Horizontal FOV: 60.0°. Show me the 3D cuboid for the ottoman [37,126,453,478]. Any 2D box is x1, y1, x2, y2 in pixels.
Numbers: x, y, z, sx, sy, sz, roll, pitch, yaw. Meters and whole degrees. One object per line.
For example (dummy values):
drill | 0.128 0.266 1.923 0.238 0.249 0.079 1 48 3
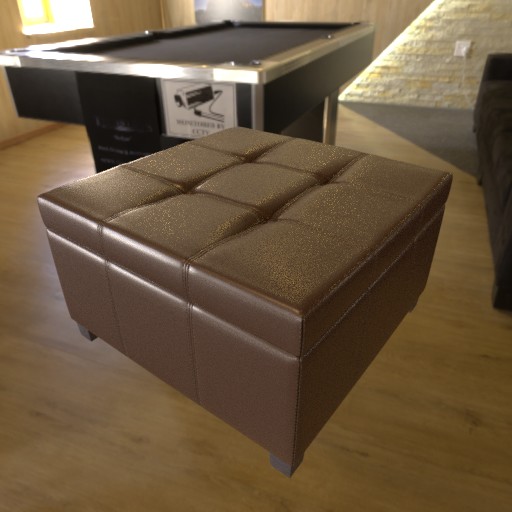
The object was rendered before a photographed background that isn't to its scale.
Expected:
ottoman | 0.000 0.000 1.259 0.787 0.460 0.788 22 38 31
